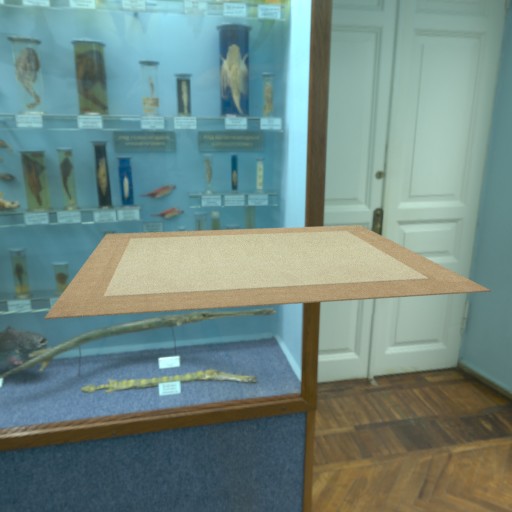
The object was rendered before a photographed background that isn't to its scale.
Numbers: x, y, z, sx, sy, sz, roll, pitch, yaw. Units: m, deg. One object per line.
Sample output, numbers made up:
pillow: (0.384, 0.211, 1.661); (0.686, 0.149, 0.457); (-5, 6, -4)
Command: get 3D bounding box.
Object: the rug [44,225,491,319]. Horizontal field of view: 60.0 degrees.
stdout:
rug: (0.000, 0.000, 4.127); (3.048, 0.014, 2.438); (-3, 15, -9)
